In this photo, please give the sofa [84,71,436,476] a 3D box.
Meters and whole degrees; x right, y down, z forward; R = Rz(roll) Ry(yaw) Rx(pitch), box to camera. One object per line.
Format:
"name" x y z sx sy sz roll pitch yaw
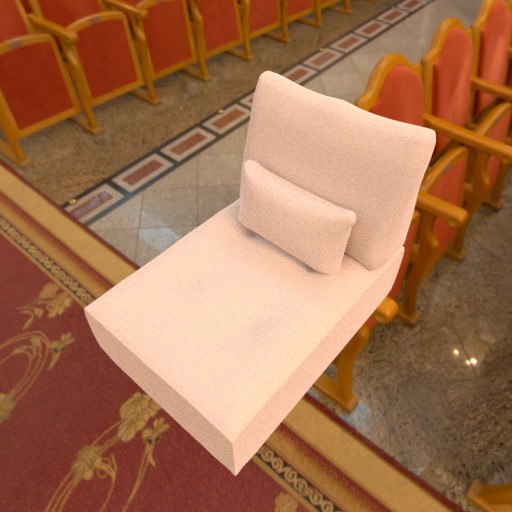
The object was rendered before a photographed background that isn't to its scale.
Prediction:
"sofa" 0.000 0.000 1.533 0.700 0.820 1.000 32 54 27
